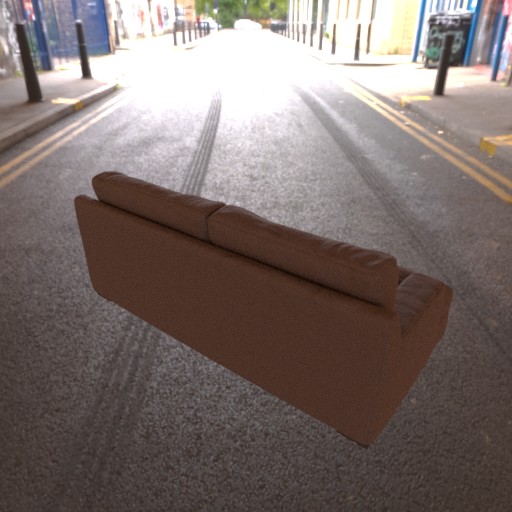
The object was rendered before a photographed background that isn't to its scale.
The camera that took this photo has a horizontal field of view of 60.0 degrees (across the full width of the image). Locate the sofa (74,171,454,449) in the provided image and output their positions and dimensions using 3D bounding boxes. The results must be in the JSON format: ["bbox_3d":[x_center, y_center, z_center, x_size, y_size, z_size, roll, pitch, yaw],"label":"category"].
[{"bbox_3d":[0.000,0.000,2.880,2.274,0.950,1.140,20,34,33],"label":"sofa"}]
